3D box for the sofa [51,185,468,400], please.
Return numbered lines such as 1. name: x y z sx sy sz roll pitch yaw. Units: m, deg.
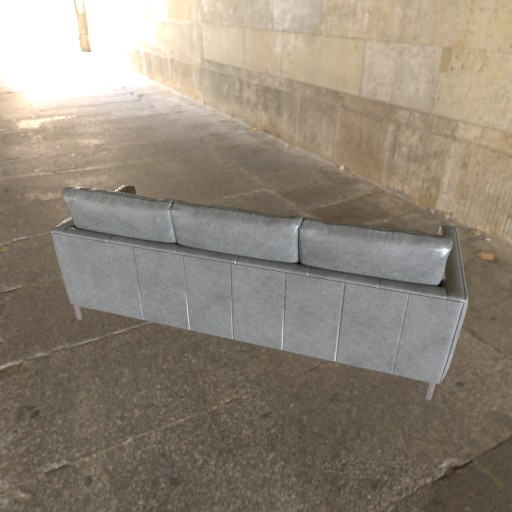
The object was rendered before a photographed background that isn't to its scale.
1. sofa: 0.000 0.000 2.402 2.029 0.805 0.748 9 31 16
